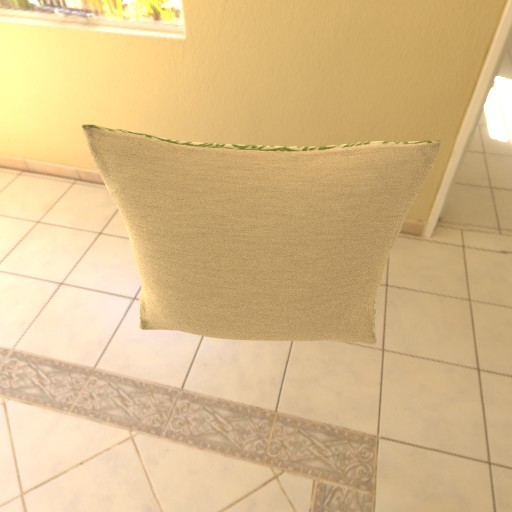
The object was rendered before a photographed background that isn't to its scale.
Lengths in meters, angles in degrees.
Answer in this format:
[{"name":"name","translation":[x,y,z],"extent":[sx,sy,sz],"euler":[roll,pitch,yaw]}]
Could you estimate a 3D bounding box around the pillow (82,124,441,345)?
[{"name":"pillow","translation":[0.000,0.000,0.677],"extent":[0.440,0.419,0.162],"euler":[3,46,3]}]
